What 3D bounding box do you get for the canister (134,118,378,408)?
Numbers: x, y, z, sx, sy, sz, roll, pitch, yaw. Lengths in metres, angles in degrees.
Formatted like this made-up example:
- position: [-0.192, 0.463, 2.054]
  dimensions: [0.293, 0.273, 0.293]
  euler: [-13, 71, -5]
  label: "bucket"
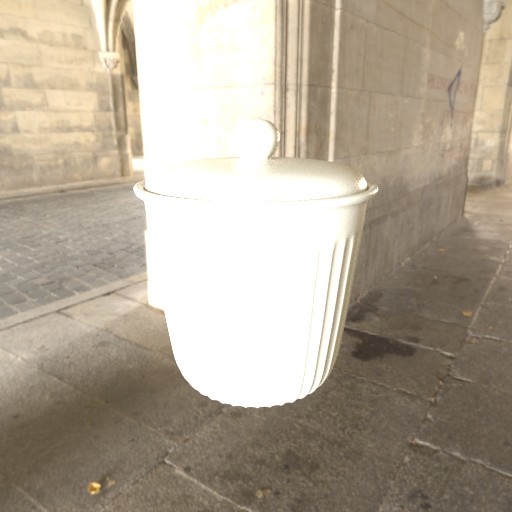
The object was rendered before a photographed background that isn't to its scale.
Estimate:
- position: [0.000, 0.000, 0.356]
  dimensions: [0.181, 0.211, 0.181]
  euler: [0, 17, 0]
  label: "canister"
